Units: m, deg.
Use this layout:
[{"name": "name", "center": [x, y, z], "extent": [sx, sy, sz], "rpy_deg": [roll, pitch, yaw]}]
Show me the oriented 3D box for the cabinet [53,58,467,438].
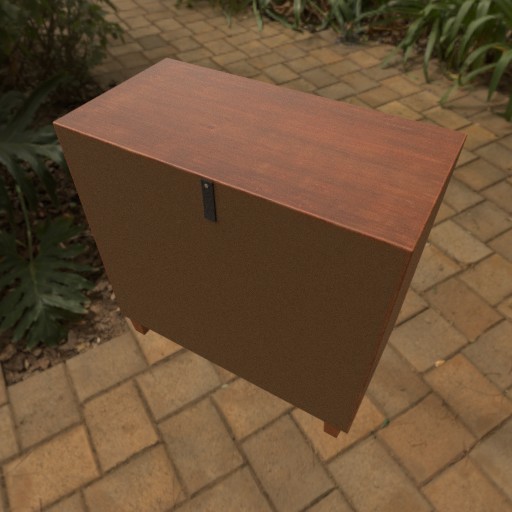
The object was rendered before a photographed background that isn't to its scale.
[{"name": "cabinet", "center": [0.000, 0.000, 1.229], "extent": [0.796, 0.785, 0.412], "rpy_deg": [22, 50, 20]}]
